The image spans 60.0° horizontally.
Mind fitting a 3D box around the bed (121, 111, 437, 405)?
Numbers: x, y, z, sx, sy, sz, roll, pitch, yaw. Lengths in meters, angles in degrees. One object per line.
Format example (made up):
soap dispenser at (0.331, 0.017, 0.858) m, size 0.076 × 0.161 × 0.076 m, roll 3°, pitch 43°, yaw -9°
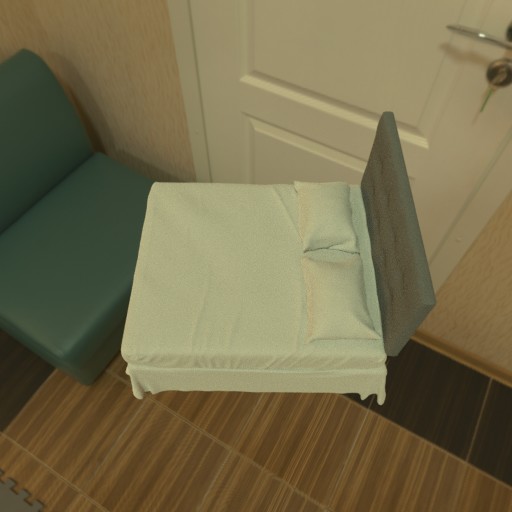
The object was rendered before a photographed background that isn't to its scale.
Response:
bed at (0.000, 0.000, 3.565) m, size 2.222 × 1.577 × 1.936 m, roll 1°, pitch 57°, yaw 0°
